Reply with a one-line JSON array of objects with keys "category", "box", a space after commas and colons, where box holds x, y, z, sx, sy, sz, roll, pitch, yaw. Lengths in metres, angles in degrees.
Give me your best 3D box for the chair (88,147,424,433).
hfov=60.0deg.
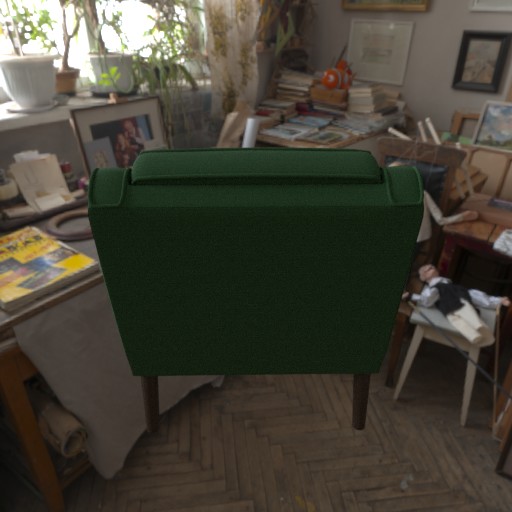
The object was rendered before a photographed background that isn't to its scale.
[{"category": "chair", "box": [0.000, 0.000, 1.315, 0.663, 0.792, 0.743, 0, 29, -1]}]
